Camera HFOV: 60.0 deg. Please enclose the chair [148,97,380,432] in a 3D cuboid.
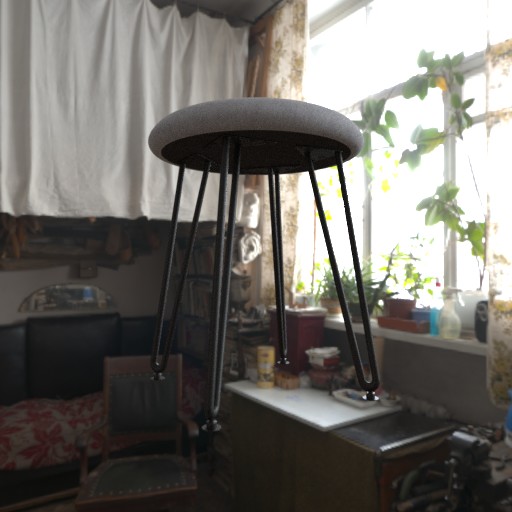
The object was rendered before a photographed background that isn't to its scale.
[{"bbox_3d":[0.000,0.000,0.650,0.350,0.386,0.350,0,0,18],"label":"chair"}]
